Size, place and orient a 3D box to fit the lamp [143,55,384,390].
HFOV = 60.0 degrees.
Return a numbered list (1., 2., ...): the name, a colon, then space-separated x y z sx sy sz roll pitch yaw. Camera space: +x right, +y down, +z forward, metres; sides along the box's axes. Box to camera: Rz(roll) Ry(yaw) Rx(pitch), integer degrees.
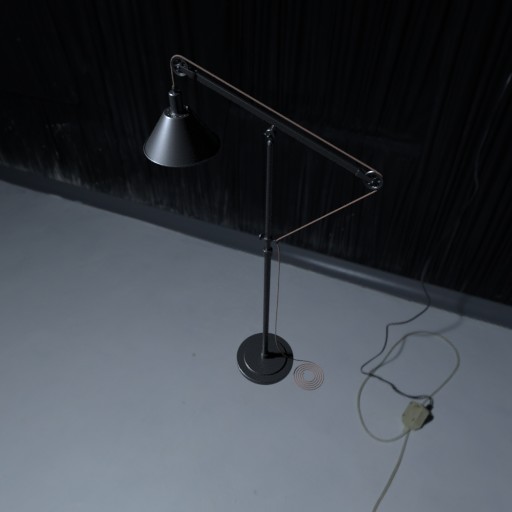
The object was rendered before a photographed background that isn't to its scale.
1. lamp: 0.000 0.000 1.934 0.904 1.626 0.319 18 49 17
